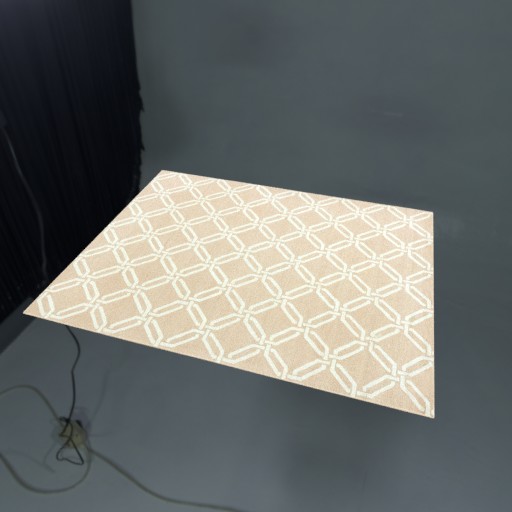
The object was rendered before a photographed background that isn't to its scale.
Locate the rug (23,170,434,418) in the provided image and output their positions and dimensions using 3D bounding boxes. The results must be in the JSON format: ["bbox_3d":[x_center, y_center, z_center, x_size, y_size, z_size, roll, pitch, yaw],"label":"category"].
[{"bbox_3d":[0.000,0.000,3.785,2.895,0.018,2.288,11,40,13],"label":"rug"}]
